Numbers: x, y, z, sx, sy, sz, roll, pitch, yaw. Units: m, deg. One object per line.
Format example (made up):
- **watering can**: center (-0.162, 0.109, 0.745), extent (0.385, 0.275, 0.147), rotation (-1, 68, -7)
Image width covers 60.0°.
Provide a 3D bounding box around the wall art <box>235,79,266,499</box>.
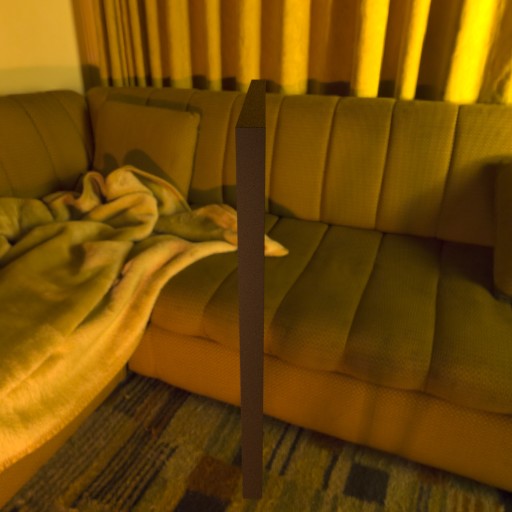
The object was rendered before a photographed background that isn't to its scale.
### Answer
- **wall art**: center (0.000, 0.000, 0.742), extent (0.028, 0.511, 0.513), rotation (0, 26, 1)
